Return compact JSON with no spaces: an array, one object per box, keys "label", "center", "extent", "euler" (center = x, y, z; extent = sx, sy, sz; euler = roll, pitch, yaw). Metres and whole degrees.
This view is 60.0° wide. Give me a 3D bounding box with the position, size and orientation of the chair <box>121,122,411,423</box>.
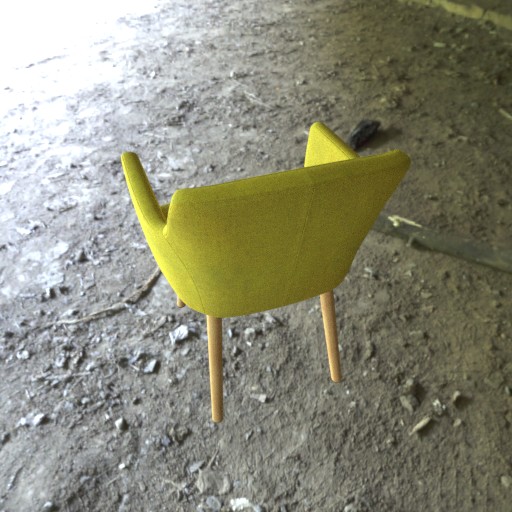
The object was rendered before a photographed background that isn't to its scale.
[{"label":"chair","center":[0.000,0.000,1.190],"extent":[0.570,0.780,0.570],"euler":[-13,42,-15]}]
